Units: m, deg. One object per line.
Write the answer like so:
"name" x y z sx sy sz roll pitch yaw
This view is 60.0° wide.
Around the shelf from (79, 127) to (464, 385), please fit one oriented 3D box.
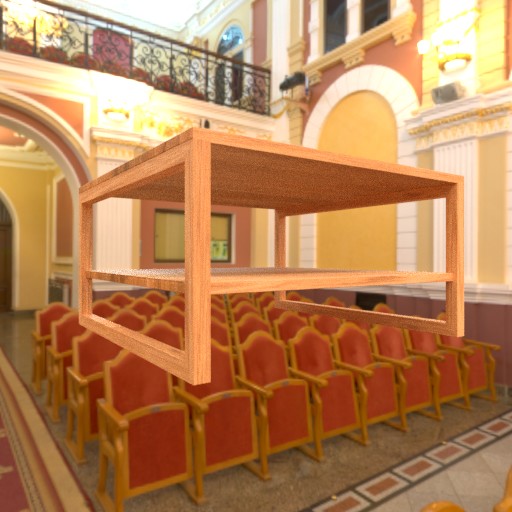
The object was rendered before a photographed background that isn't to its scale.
"shelf" 0.000 0.000 1.445 0.899 0.480 0.899 0 0 -34
